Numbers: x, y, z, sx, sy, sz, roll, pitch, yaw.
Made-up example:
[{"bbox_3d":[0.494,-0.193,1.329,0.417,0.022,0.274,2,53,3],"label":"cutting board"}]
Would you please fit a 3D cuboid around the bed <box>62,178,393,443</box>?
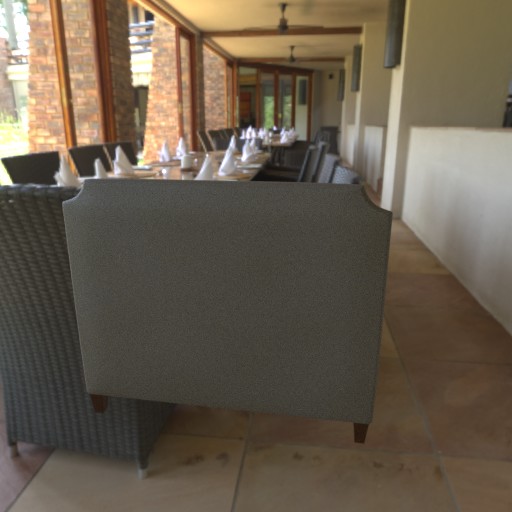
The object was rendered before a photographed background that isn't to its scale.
[{"bbox_3d":[0.000,0.000,3.473,1.712,1.443,2.372,3,17,10],"label":"bed"}]
